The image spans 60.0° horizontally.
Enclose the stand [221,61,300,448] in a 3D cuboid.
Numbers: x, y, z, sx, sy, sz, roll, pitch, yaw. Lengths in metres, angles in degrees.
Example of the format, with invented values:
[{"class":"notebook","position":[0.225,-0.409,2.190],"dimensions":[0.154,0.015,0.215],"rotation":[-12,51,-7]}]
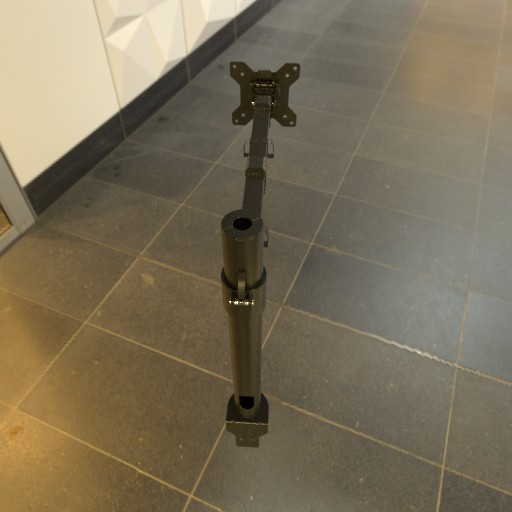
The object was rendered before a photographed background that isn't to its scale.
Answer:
[{"class":"stand","position":[0.000,0.000,0.719],"dimensions":[0.115,0.510,0.456],"rotation":[3,48,2]}]
